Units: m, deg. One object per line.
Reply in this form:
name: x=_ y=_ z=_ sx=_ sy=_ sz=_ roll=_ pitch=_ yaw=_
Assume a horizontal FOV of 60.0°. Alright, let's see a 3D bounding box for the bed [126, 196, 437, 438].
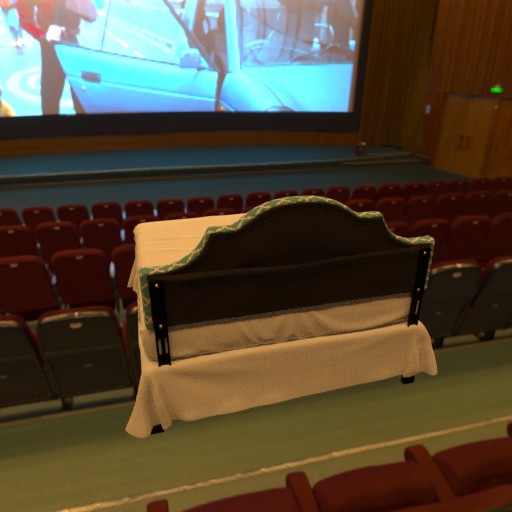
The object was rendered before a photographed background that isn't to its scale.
bed: x=0.000 y=0.000 z=3.804 sx=2.314 sy=1.601 sz=2.222 roll=-6 pitch=25 yaw=-14
